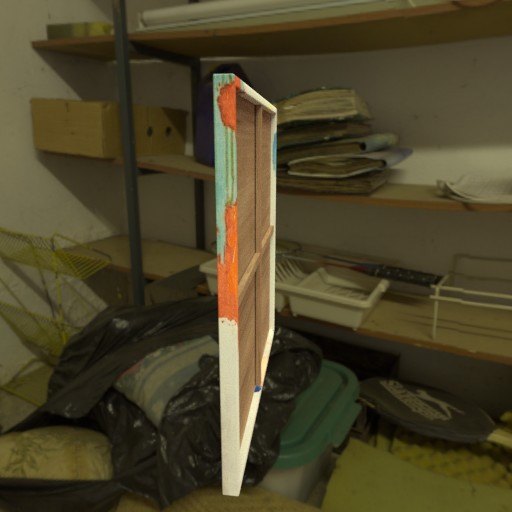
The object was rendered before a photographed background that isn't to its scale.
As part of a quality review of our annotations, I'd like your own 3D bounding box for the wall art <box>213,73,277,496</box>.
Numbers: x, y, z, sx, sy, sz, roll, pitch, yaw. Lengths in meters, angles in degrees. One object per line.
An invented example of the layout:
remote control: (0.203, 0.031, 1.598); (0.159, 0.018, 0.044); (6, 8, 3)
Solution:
wall art: (0.000, 0.000, 1.502); (0.044, 1.017, 1.017); (2, 15, 7)
